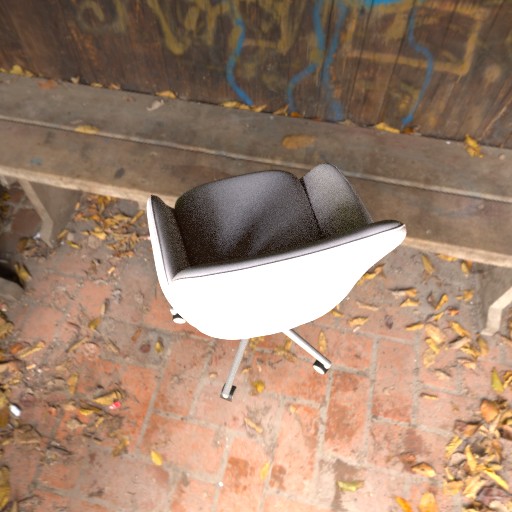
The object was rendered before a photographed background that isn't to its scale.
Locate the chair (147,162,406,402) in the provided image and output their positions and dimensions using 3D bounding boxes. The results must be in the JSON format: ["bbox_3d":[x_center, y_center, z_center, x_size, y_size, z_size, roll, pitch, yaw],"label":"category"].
[{"bbox_3d":[0.000,0.000,1.374,0.648,0.959,0.633,-14,60,-8],"label":"chair"}]
